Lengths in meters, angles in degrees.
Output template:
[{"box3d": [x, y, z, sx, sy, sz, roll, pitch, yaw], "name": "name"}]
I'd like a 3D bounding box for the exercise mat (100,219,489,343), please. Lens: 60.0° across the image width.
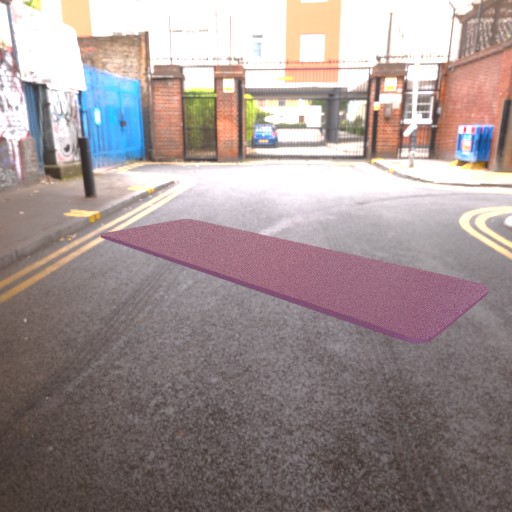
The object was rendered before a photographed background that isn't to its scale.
[{"box3d": [0.000, 0.000, 2.054, 1.869, 0.021, 0.616, 15, 22, 42], "name": "exercise mat"}]
